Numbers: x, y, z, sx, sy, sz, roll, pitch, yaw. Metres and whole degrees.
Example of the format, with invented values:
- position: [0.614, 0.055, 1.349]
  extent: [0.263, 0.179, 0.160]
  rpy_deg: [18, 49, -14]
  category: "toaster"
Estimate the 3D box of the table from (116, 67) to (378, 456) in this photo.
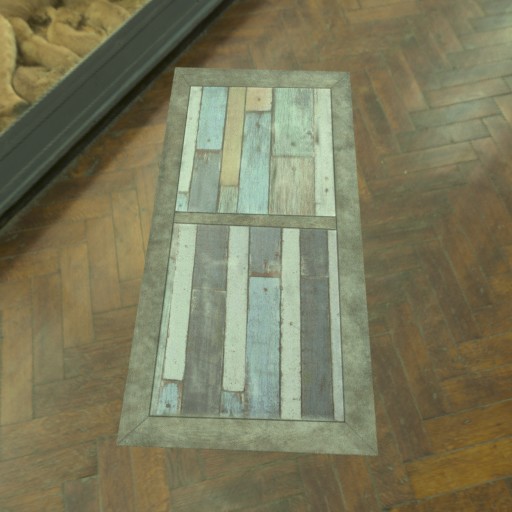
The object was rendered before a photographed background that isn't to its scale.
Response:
- position: [0.000, 0.000, 1.501]
  extent: [0.610, 0.470, 1.219]
  rpy_deg: [2, 65, 1]
  category: "table"
